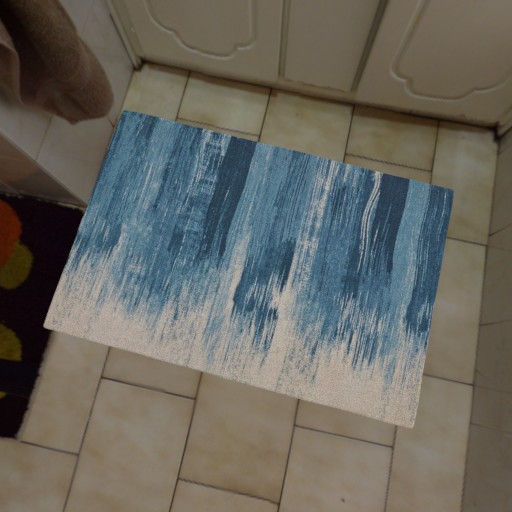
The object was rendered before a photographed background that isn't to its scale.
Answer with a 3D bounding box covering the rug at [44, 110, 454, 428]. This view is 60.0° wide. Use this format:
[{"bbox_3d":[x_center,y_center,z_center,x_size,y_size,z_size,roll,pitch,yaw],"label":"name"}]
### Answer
[{"bbox_3d":[0.000,0.000,2.242,1.836,0.009,1.232,14,77,3],"label":"rug"}]
